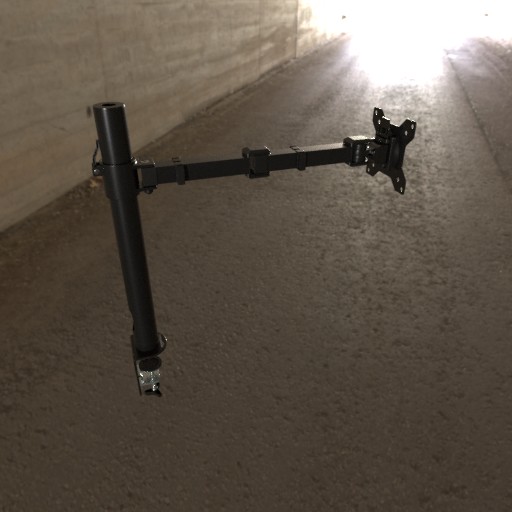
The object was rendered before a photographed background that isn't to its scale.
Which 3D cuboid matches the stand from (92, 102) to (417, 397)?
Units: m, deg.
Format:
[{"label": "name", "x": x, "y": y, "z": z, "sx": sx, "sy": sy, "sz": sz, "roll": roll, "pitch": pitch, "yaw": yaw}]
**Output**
[{"label": "stand", "x": 0.000, "y": 0.000, "z": 0.736, "sx": 0.456, "sy": 0.510, "sz": 0.115, "roll": -10, "pitch": 32, "yaw": -16}]
